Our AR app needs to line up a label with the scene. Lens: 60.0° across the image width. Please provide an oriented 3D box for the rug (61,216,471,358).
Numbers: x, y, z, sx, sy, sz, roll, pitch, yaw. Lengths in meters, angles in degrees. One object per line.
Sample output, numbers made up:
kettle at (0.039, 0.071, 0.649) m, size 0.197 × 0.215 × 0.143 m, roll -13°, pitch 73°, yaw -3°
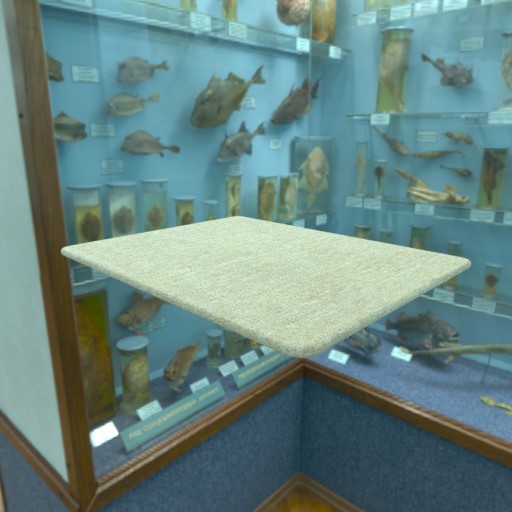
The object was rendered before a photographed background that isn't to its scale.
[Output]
rug at (0.000, 0.000, 3.407) m, size 2.528 × 0.048 × 2.009 m, roll 15°, pitch 21°, yaw 42°
